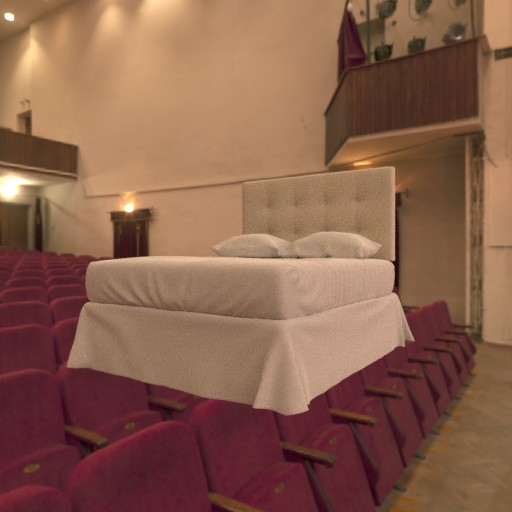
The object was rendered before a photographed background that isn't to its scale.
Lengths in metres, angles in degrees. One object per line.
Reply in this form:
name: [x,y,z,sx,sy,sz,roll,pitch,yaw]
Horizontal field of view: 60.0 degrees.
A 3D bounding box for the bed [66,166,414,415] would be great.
bed: [0.000,0.000,3.532,1.936,1.577,2.222,0,0,34]
